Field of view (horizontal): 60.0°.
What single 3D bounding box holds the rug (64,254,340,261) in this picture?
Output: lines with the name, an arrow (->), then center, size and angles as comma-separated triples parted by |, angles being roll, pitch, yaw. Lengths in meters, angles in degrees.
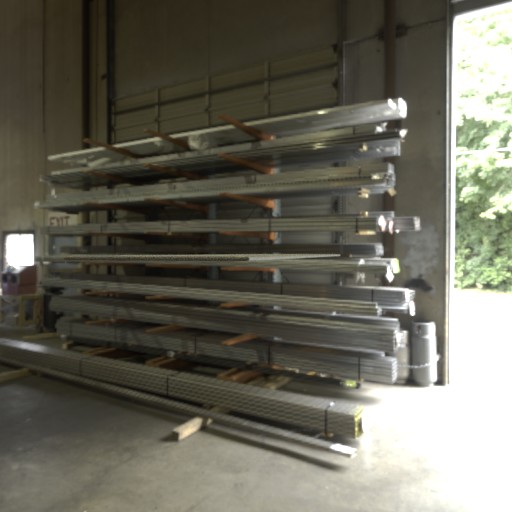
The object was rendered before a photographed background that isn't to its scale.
rug -> 0.000, 0.000, 2.512 | 0.678, 0.014, 2.276 | 0, 0, 18
